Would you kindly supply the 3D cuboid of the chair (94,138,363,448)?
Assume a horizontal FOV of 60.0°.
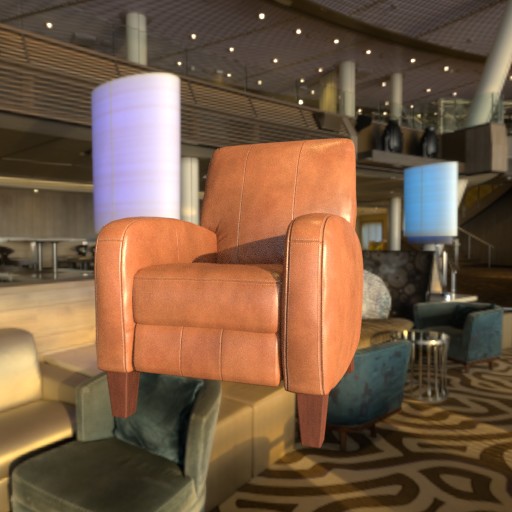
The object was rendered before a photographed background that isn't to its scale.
[{"bbox_3d":[0.000,0.000,1.671,0.762,0.990,0.990,1,2,19],"label":"chair"}]
